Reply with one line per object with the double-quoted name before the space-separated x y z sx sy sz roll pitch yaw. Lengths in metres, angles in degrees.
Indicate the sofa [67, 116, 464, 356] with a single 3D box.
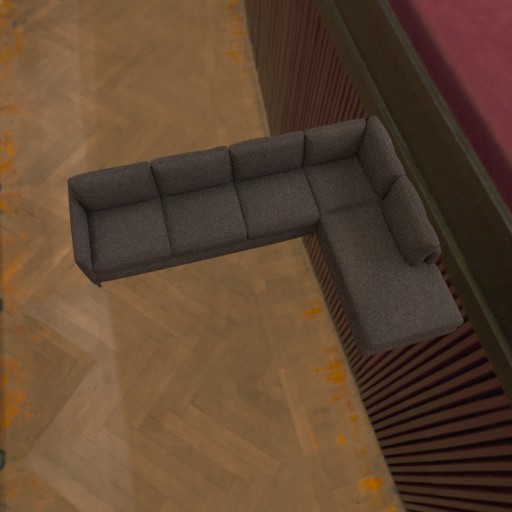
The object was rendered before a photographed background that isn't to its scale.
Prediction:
"sofa" 0.000 0.000 3.782 2.949 0.815 2.007 -13 65 -6
